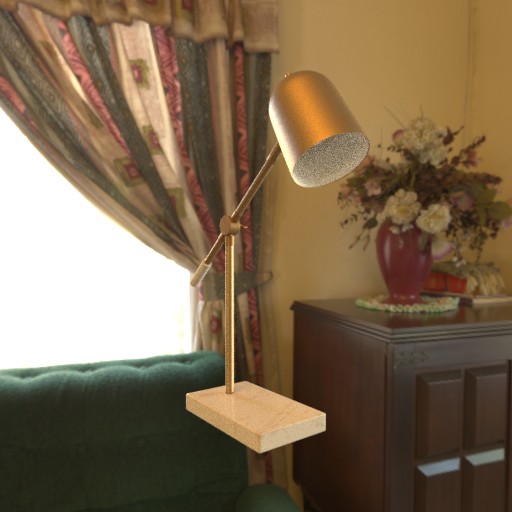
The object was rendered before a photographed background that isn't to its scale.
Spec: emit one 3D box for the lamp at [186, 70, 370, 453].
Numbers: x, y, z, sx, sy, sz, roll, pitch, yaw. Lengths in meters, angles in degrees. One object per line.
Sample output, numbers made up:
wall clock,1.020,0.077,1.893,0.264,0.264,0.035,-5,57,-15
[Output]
lamp,0.000,0.000,0.802,0.144,0.603,0.471,-1,1,-37
